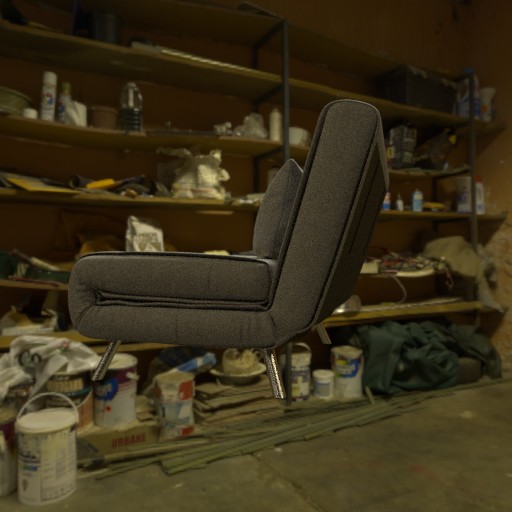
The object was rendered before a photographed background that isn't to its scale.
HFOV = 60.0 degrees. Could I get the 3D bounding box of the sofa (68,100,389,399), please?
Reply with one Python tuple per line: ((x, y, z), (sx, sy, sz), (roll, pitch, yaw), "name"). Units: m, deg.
((0.000, 0.000, 1.767), (1.000, 0.825, 1.020), (0, -1, 18), "sofa")
